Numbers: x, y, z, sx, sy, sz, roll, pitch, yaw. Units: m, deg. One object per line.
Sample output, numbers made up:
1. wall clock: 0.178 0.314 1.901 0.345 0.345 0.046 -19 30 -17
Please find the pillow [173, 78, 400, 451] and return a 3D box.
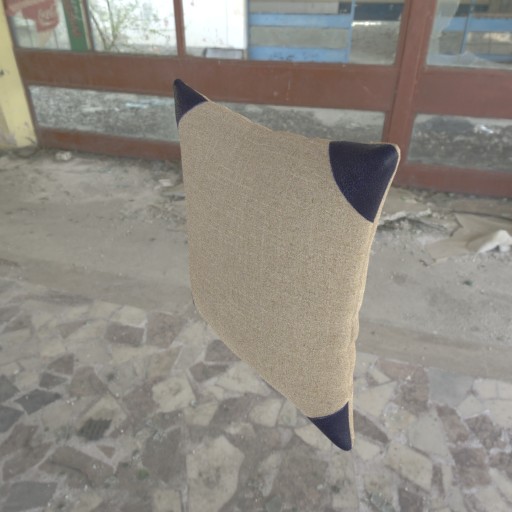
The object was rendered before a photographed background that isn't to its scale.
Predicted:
1. pillow: 0.000 0.000 0.664 0.147 0.441 0.440 -22 38 -31
